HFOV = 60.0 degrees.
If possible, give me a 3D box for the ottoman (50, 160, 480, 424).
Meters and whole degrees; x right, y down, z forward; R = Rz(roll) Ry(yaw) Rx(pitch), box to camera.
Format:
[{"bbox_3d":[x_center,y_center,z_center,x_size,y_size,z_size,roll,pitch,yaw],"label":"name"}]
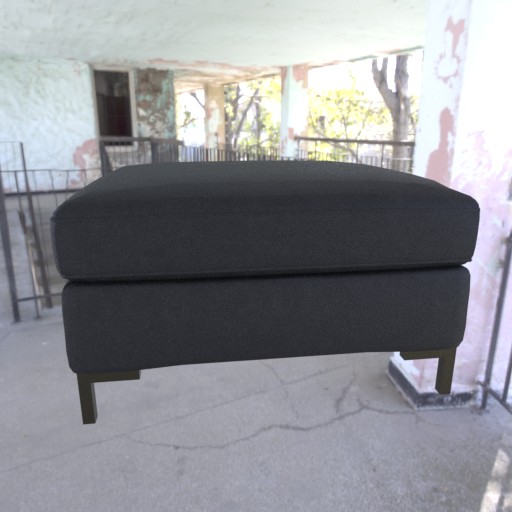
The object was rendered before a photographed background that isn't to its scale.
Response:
[{"bbox_3d":[0.000,0.000,1.697,1.187,0.696,0.967,-2,16,-7],"label":"ottoman"}]
